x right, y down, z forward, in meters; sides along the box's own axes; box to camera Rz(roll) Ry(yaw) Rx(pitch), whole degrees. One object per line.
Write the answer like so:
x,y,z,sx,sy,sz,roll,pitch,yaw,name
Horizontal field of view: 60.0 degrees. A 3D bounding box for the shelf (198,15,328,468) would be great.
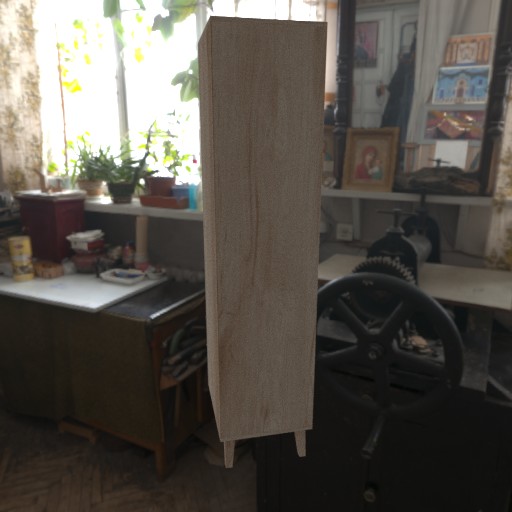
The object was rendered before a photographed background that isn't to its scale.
0.000,0.000,2.142,0.450,1.960,0.510,-3,15,-12,shelf
